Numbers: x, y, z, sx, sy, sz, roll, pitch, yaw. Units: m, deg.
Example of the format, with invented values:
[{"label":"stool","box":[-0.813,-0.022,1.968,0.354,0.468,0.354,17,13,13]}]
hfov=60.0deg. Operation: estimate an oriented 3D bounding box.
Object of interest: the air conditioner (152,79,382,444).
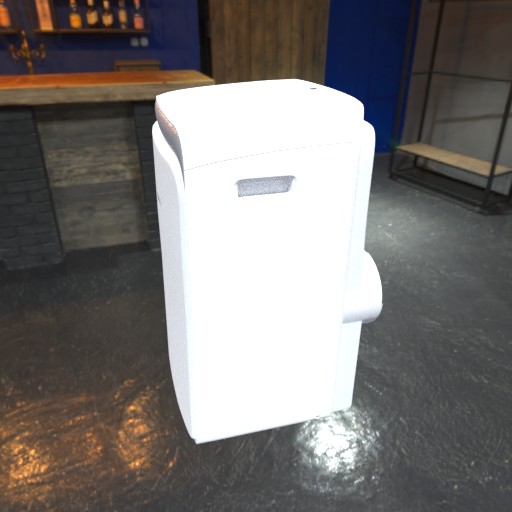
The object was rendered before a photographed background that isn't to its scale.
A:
[{"label":"air conditioner","box":[0.000,0.000,1.086,0.467,0.765,0.478,-8,30,-15]}]
